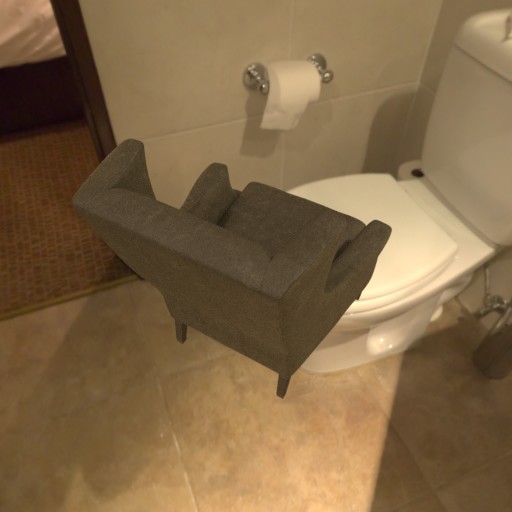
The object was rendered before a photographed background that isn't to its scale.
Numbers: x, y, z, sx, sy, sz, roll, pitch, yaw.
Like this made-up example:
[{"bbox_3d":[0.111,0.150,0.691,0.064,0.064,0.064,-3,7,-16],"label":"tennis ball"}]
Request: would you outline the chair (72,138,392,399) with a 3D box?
[{"bbox_3d":[0.000,0.000,1.736,0.853,1.016,0.926,23,52,20],"label":"chair"}]
